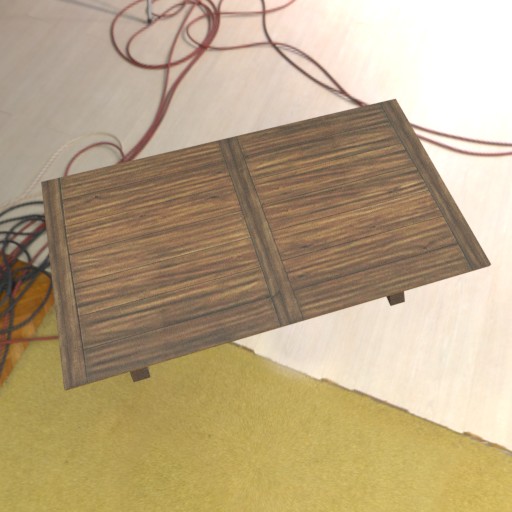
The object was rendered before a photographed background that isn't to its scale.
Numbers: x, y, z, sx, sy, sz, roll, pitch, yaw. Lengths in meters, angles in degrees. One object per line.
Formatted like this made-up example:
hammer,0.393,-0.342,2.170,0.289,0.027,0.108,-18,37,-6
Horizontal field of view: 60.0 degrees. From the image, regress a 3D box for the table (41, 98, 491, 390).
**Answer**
table,0.000,0.000,2.519,1.966,0.793,1.071,-15,66,-7
